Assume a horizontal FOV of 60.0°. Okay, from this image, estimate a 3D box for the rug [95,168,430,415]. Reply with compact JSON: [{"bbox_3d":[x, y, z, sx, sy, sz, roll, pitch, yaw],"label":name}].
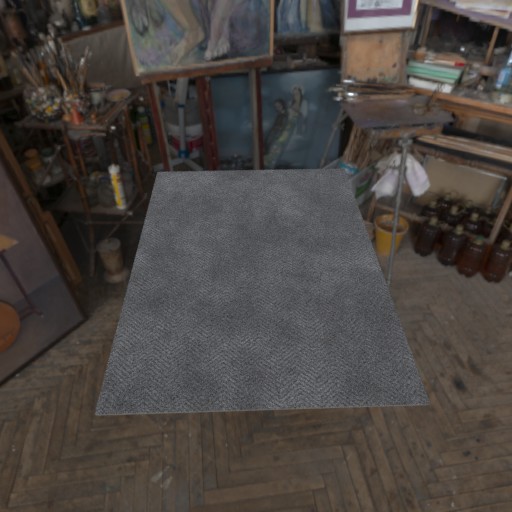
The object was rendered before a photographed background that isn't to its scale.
[{"bbox_3d":[0.000,0.000,2.952,1.600,0.008,2.235,-1,41,-1],"label":"rug"}]
